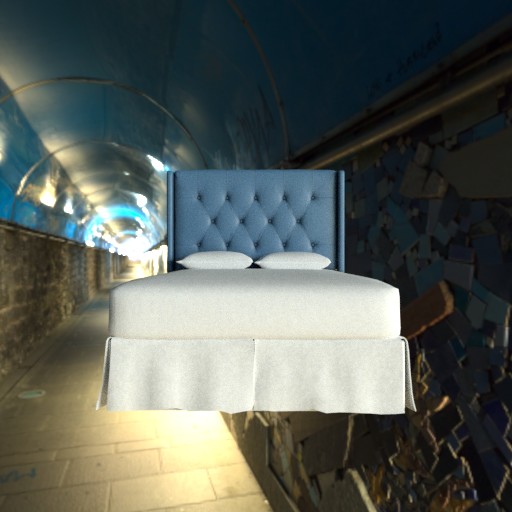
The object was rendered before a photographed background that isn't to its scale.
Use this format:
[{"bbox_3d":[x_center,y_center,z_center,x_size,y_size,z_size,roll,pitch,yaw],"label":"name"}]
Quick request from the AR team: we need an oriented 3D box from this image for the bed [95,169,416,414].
[{"bbox_3d":[0.000,0.000,3.348,1.719,1.665,2.078,0,0,0],"label":"bed"}]
